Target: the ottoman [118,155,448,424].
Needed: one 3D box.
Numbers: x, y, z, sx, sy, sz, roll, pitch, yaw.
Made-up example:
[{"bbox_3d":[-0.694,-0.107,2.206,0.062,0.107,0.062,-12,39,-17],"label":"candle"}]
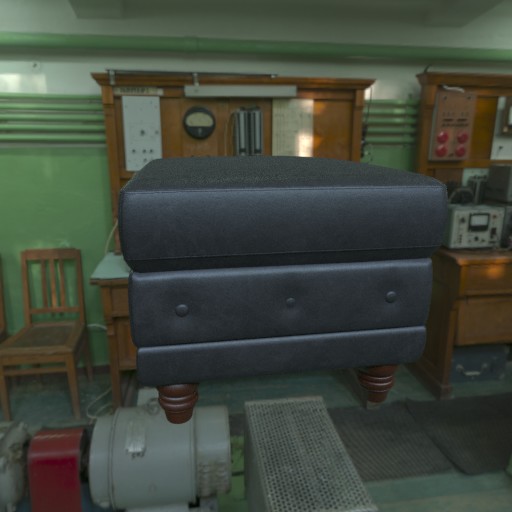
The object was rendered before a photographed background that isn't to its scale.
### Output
[{"bbox_3d":[0.000,0.000,1.170,0.590,0.498,0.795,-3,15,-10],"label":"ottoman"}]
